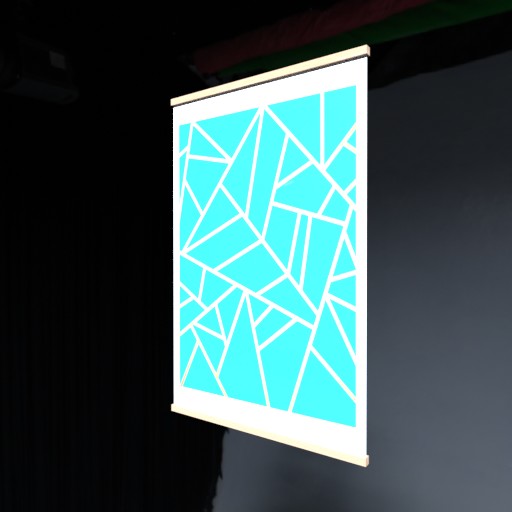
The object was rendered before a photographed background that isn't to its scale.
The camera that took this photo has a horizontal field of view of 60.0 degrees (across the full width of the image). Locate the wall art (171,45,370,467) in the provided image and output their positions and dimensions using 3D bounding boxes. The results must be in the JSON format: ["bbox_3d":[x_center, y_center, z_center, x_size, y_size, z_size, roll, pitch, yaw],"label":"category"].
[{"bbox_3d":[0.000,0.000,1.892,0.990,1.519,0.030,0,1,35],"label":"wall art"}]
